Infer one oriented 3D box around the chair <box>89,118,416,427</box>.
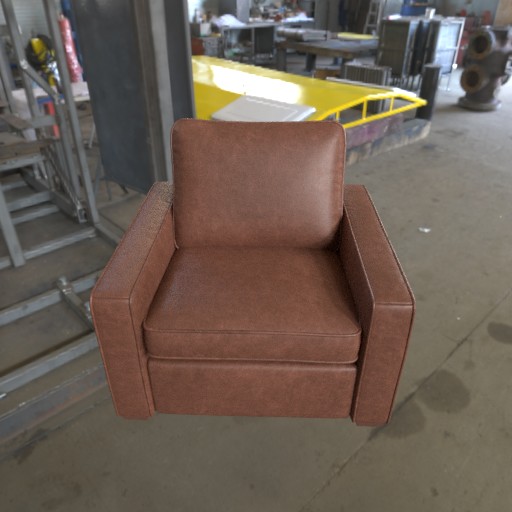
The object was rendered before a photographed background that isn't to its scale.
[{"bbox_3d":[0.000,0.000,1.757,1.017,0.919,0.940,1,32,2],"label":"chair"}]
